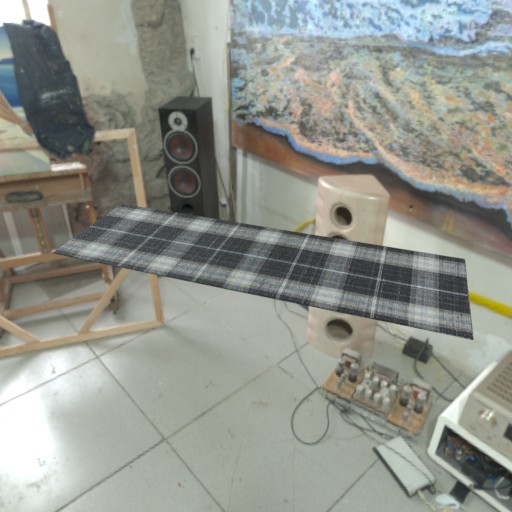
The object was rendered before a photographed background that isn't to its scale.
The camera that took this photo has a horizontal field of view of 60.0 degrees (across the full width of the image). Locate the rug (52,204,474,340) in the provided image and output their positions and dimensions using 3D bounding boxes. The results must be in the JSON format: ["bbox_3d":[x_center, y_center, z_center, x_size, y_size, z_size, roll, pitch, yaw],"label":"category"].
[{"bbox_3d":[0.000,0.000,2.733,2.434,0.012,0.760,10,33,16],"label":"rug"}]
